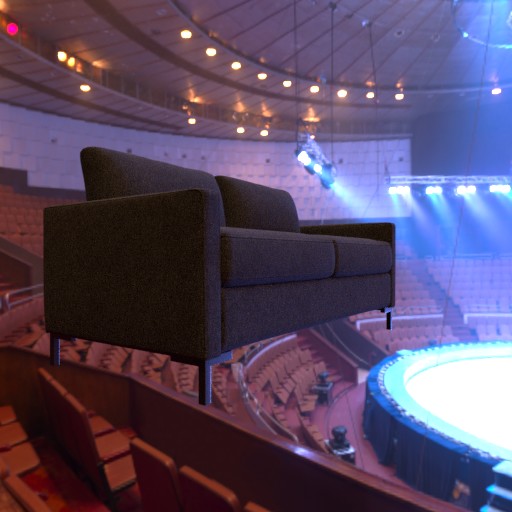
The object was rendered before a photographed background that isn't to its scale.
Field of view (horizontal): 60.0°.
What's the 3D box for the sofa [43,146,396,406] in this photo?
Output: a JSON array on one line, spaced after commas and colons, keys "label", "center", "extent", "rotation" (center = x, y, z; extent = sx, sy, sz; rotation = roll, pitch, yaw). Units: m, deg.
[{"label": "sofa", "center": [0.000, 0.000, 2.171], "extent": [0.866, 0.862, 1.716], "rotation": [0, 0, 35]}]
